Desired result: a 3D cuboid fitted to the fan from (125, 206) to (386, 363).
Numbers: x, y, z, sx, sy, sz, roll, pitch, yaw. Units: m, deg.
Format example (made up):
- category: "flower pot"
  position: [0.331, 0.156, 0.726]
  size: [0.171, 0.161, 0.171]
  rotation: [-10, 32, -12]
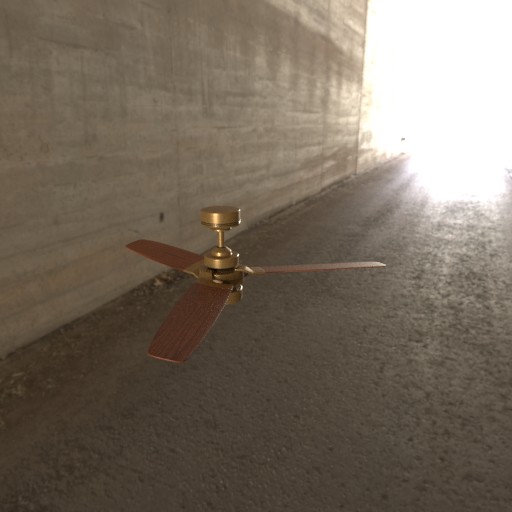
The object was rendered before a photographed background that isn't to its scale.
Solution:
- category: "fan"
  position: [0.000, 0.000, 2.004]
  size: [1.271, 0.425, 1.416]
  rotation: [-3, 17, -10]
